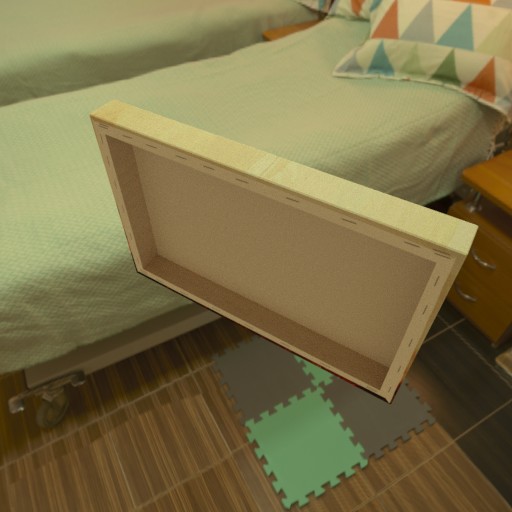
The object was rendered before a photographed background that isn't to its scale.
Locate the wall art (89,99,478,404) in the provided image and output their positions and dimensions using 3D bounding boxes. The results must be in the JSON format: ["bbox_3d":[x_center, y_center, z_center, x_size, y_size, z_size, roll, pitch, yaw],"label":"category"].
[{"bbox_3d":[0.000,0.000,0.492,0.383,0.251,0.037,24,52,21],"label":"wall art"}]
